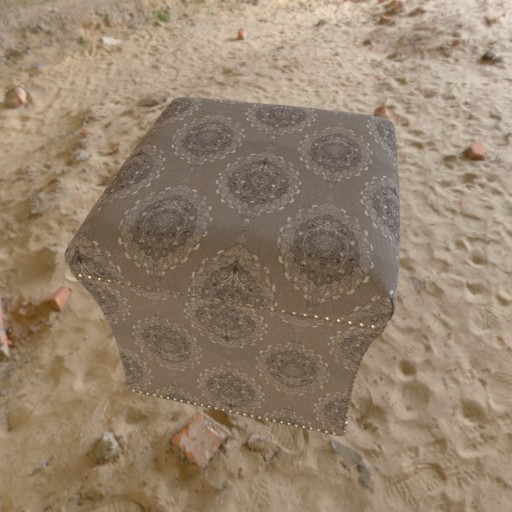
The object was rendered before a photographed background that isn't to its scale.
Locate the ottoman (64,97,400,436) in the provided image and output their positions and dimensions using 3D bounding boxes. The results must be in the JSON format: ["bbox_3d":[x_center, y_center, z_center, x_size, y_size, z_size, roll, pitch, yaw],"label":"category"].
[{"bbox_3d":[0.000,0.000,0.915,0.497,0.473,0.507,9,46,9],"label":"ottoman"}]
